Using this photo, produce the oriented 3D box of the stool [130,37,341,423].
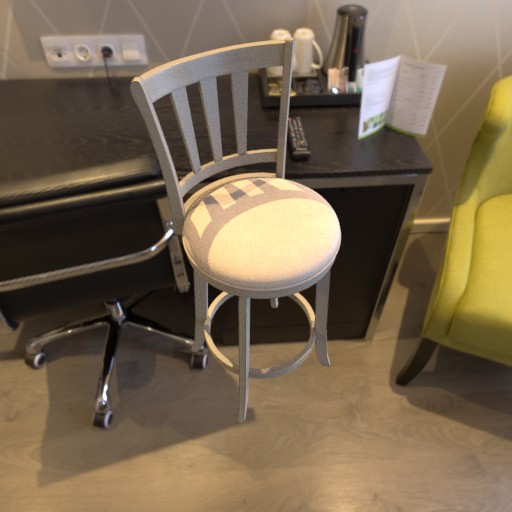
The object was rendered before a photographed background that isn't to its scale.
[{"bbox_3d":[0.000,0.000,1.292,0.436,1.042,0.475,-26,51,-23],"label":"stool"}]
